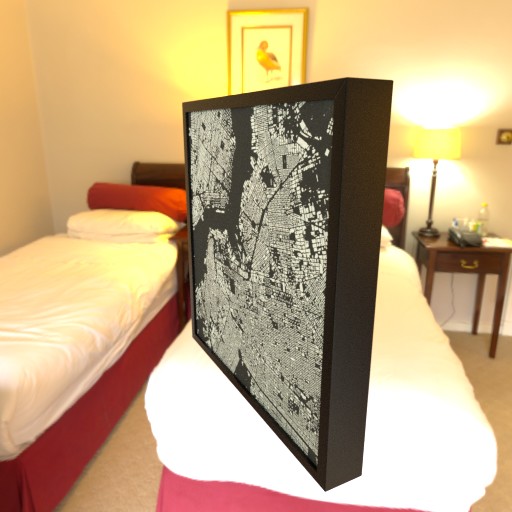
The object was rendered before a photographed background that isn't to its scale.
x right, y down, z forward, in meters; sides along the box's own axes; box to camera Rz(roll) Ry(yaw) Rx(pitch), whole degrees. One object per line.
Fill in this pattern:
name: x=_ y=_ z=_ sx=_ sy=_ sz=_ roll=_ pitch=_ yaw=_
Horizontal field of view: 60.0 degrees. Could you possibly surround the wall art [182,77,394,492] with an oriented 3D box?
wall art: x=0.000 y=0.000 z=0.436 sx=0.037 sy=0.299 sz=0.299 roll=-8 pitch=18 yaw=-27
